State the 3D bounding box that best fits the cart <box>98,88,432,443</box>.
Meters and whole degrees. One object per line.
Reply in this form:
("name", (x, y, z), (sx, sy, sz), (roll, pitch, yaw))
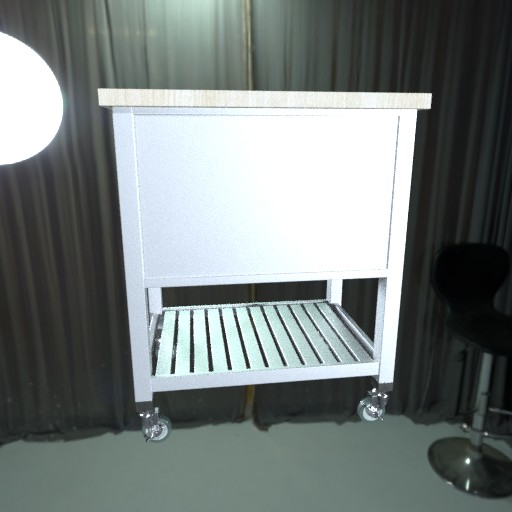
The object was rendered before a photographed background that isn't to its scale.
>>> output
("cart", (0.000, 0.000, 1.381), (0.762, 0.914, 0.559), (-2, 15, -8))
